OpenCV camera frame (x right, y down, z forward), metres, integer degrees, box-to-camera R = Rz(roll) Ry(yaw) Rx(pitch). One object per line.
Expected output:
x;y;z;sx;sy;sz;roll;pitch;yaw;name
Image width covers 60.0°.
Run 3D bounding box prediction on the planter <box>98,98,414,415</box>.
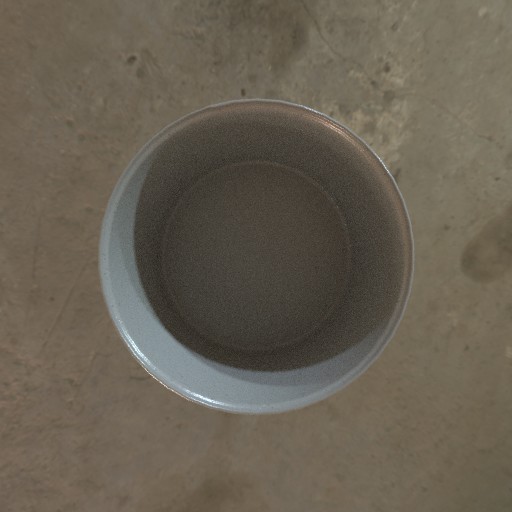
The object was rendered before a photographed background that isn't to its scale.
0.000;0.000;0.269;0.130;0.178;0.130;0;90;0;planter
